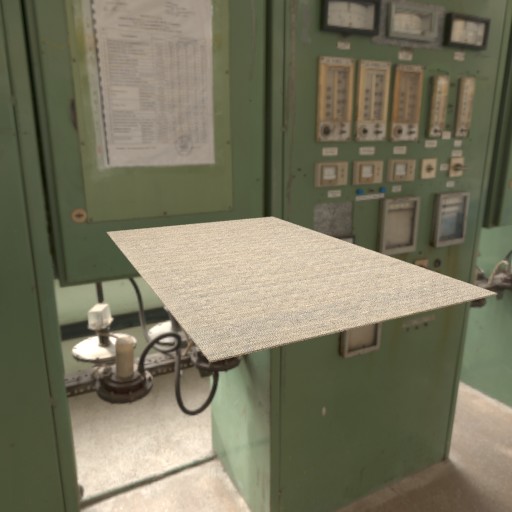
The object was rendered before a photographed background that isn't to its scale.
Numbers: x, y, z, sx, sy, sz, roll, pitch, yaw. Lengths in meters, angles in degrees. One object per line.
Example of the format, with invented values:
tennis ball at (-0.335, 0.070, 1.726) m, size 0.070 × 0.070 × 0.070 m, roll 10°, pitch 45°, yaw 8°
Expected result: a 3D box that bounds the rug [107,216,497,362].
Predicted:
rug at (0.000, 0.000, 2.166) m, size 1.142 × 0.006 × 1.752 m, roll -8°, pitch 17°, yaw -25°
